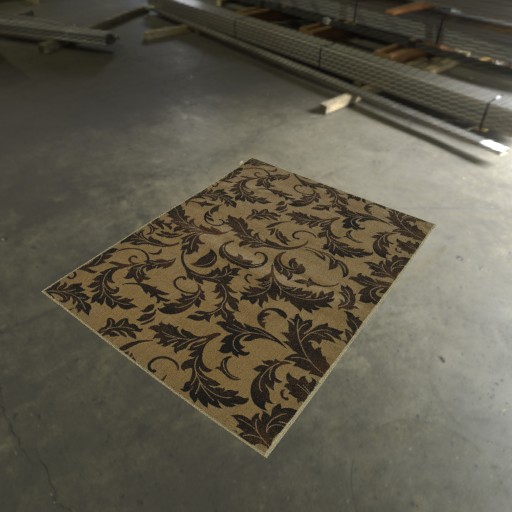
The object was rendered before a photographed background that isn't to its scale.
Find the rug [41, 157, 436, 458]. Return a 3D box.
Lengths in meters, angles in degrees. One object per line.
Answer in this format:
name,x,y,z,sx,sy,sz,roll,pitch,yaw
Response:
rug,0.000,0.000,4.129,2.380,0.008,2.977,26,47,27
